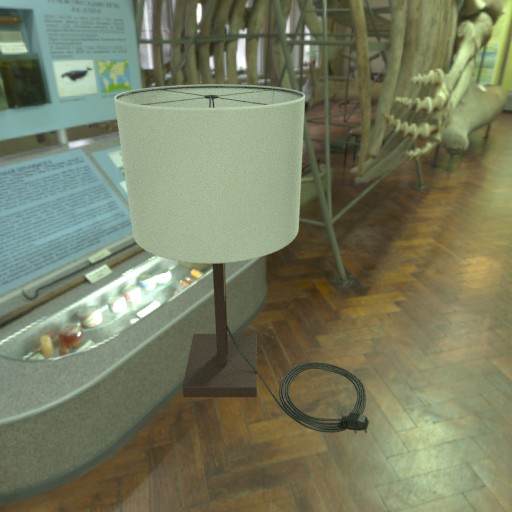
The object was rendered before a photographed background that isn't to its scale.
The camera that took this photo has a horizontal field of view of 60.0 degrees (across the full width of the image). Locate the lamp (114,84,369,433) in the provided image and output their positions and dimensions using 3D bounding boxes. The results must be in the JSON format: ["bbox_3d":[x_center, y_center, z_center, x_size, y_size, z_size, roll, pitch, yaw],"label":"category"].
[{"bbox_3d":[0.000,0.000,0.974,0.525,0.668,0.396,0,27,0],"label":"lamp"}]
